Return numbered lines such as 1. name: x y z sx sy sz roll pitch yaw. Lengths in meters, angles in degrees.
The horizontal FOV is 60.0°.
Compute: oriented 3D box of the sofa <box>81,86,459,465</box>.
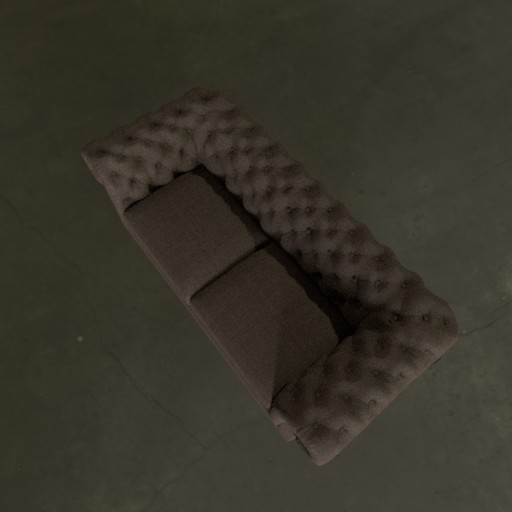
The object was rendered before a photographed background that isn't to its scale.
1. sofa: 0.000 0.000 2.506 0.944 0.780 2.048 -35 68 -16
